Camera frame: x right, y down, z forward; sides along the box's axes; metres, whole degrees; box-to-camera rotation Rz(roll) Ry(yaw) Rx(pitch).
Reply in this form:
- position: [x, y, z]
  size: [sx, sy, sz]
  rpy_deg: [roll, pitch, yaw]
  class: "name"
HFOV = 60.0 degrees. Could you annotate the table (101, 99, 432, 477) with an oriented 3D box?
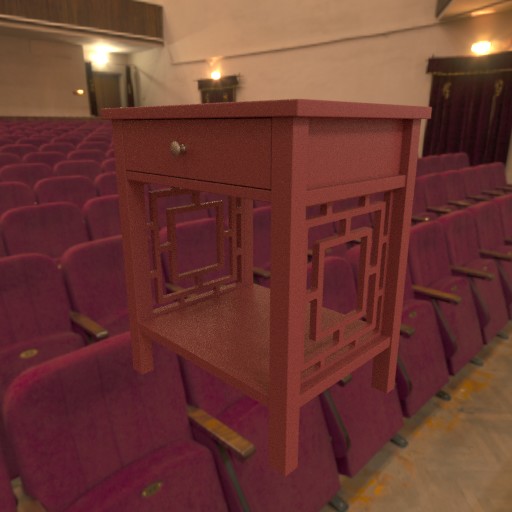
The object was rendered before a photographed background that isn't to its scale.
- position: [0.000, 0.000, 1.081]
  size: [0.599, 0.686, 0.451]
  rpy_deg: [16, 23, 43]
  class: "table"
